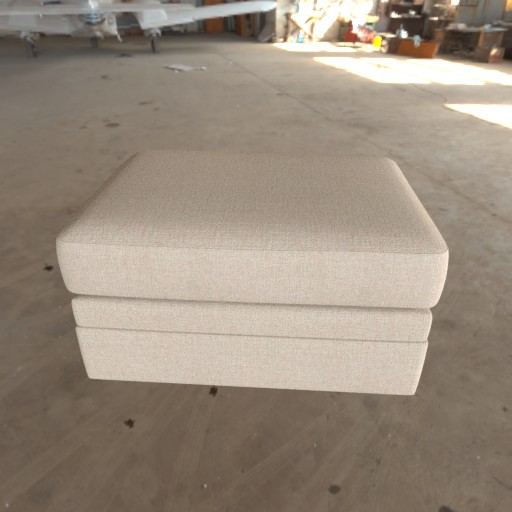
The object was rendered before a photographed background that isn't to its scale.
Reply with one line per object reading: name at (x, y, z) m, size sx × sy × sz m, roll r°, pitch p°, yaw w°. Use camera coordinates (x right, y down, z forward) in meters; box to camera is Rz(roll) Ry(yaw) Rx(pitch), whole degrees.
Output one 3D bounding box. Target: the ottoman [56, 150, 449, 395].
ottoman at (0.000, 0.000, 1.287) m, size 0.885 × 0.478 × 0.637 m, roll 2°, pitch 31°, yaw 3°
